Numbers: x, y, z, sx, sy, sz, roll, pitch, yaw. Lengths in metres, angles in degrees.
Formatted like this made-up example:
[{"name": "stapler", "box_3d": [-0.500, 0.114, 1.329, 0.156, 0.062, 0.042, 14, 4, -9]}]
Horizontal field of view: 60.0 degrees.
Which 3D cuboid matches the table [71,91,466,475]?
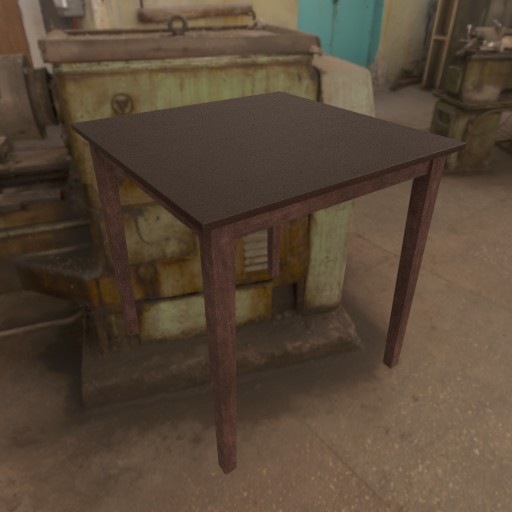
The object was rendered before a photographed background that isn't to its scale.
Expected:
[{"name": "table", "box_3d": [0.000, 0.000, 1.376, 0.749, 0.770, 0.749, -20, 37, -29]}]
